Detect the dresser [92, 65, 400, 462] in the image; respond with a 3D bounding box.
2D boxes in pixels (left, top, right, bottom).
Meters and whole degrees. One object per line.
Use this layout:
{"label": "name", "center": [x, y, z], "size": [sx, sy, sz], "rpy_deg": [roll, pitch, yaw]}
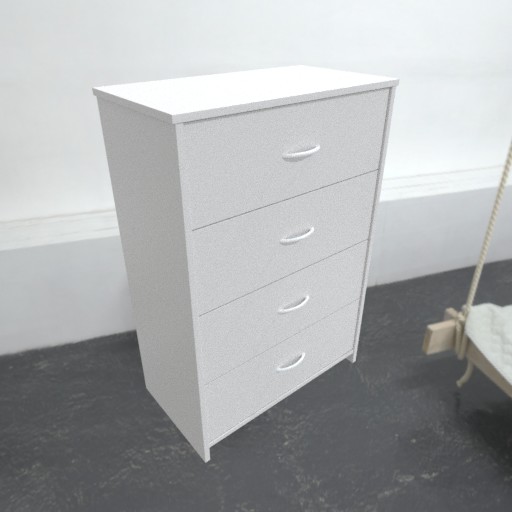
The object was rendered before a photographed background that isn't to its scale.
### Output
{"label": "dresser", "center": [0.000, 0.000, 1.390], "size": [0.704, 1.021, 0.401], "rpy_deg": [-22, 36, -33]}
